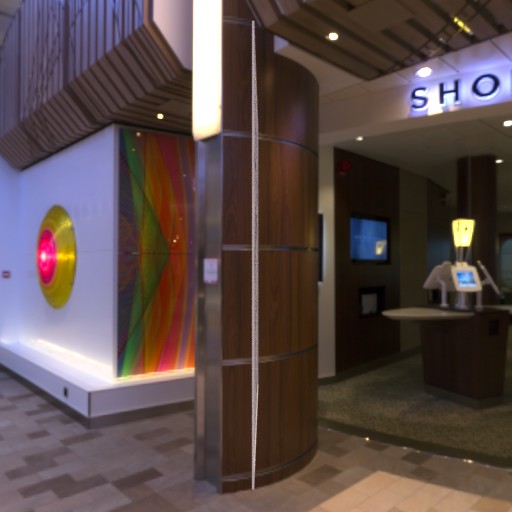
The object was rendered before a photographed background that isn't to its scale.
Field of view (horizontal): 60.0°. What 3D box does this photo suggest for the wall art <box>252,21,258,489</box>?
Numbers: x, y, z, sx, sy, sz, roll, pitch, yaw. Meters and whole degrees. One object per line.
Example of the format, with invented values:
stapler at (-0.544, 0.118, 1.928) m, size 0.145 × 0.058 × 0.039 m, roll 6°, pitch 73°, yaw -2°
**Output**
wall art at (0.000, 0.000, 0.805) m, size 0.003 × 0.610 × 0.457 m, roll 0°, pitch -1°, yaw 1°
